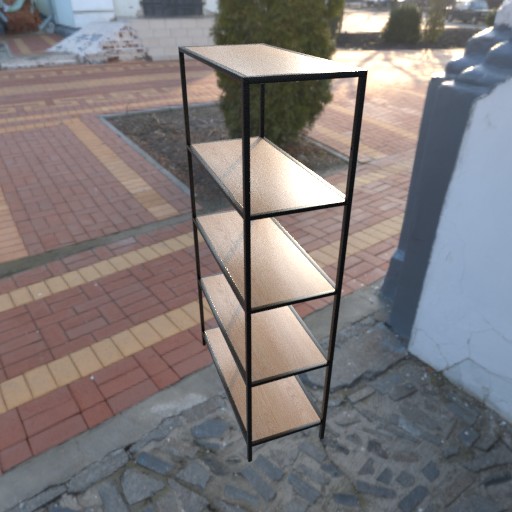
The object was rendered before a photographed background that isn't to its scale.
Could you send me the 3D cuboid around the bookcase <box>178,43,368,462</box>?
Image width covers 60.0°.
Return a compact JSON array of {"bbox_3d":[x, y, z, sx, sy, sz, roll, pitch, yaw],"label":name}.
[{"bbox_3d":[0.000,0.000,1.814,0.350,1.500,0.770,-11,32,-17],"label":"bookcase"}]
